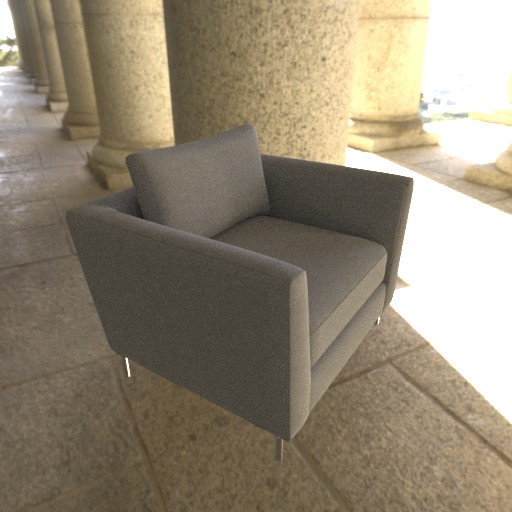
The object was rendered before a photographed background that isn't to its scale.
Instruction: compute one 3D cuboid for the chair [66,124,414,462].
[{"bbox_3d":[0.000,0.000,1.739,0.889,0.864,1.041,16,31,30],"label":"chair"}]
